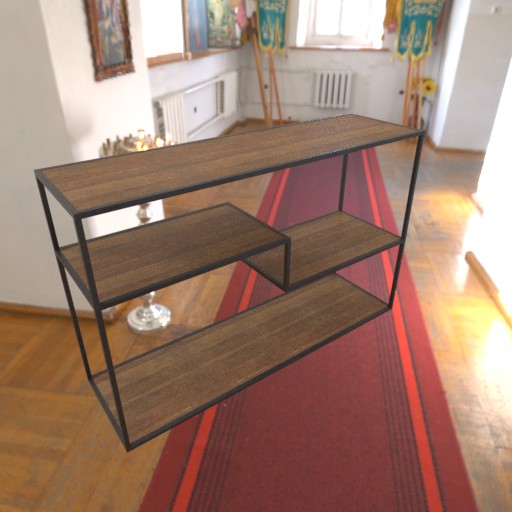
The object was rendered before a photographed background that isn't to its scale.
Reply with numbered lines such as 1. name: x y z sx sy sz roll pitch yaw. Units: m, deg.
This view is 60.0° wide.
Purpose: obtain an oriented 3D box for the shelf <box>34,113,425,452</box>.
1. shelf: 0.000 0.000 1.547 1.201 0.765 0.361 -20 35 -31
